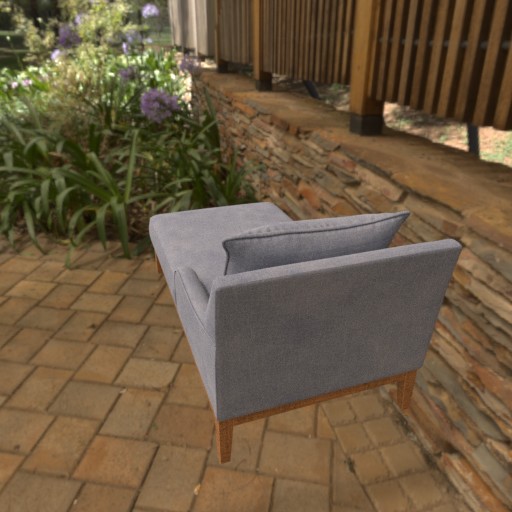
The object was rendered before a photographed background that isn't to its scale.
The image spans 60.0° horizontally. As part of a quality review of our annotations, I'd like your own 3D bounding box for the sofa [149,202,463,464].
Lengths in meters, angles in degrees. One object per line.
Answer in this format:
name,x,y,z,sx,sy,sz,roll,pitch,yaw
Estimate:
sofa,0.000,0.000,2.297,0.904,0.883,1.779,-9,27,-18
